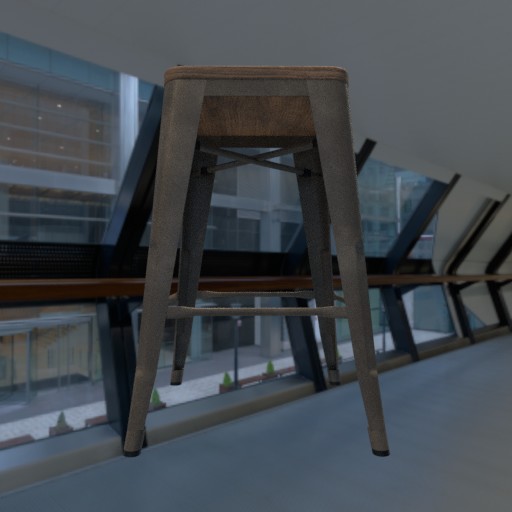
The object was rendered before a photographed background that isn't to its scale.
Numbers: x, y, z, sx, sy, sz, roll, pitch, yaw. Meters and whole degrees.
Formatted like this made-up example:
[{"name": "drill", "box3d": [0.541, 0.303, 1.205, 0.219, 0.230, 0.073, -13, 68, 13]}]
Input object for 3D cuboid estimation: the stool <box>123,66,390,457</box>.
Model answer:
[{"name": "stool", "box3d": [0.000, 0.000, 0.871, 0.407, 0.607, 0.407, 0, -1, 0]}]
